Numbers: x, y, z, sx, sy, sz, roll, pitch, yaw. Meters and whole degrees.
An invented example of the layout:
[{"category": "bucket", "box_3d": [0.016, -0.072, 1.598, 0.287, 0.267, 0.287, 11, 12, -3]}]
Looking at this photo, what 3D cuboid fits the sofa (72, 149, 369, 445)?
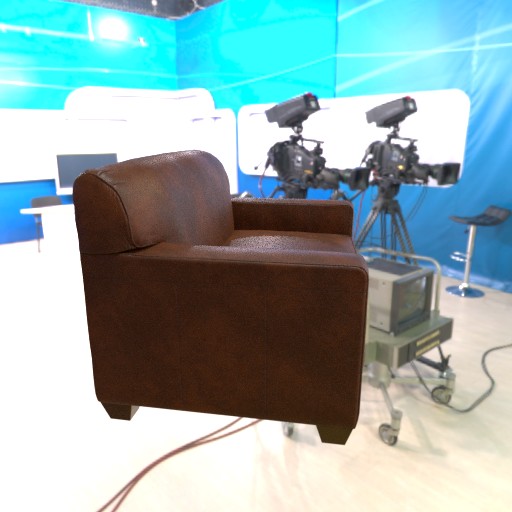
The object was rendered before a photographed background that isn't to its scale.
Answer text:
[{"category": "sofa", "box_3d": [0.000, 0.000, 2.092, 1.000, 0.956, 1.413, 3, 16, 9]}]
